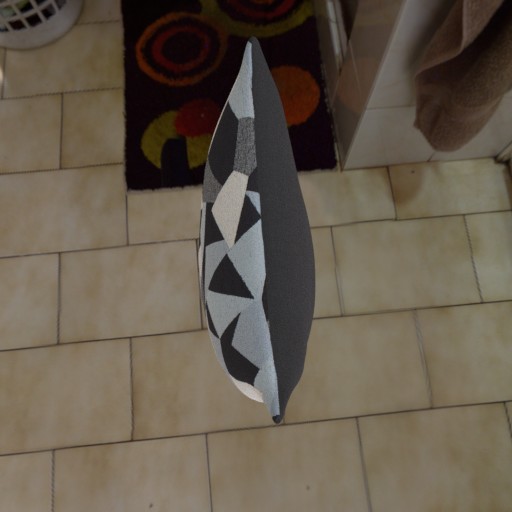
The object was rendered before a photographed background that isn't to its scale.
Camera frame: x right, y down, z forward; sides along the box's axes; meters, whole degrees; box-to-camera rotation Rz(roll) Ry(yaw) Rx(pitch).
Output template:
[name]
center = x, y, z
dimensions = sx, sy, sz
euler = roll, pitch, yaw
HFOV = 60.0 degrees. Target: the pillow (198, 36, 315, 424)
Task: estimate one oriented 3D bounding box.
[pillow]
center = 0.000, 0.000, 0.766
dimensions = 0.208, 0.496, 0.503
euler = -3, 75, -1
